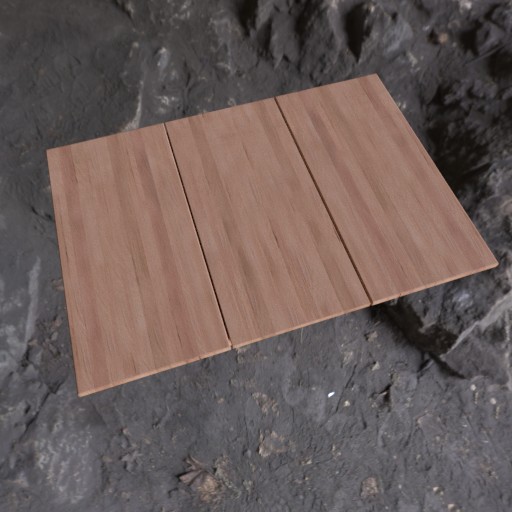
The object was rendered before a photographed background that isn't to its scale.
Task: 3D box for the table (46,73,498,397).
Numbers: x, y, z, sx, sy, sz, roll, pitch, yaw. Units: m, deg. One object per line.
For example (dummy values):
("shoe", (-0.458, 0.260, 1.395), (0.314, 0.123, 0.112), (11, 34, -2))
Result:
("table", (0.000, 0.000, 1.826), (1.300, 0.770, 0.900), (-16, 63, -8))
